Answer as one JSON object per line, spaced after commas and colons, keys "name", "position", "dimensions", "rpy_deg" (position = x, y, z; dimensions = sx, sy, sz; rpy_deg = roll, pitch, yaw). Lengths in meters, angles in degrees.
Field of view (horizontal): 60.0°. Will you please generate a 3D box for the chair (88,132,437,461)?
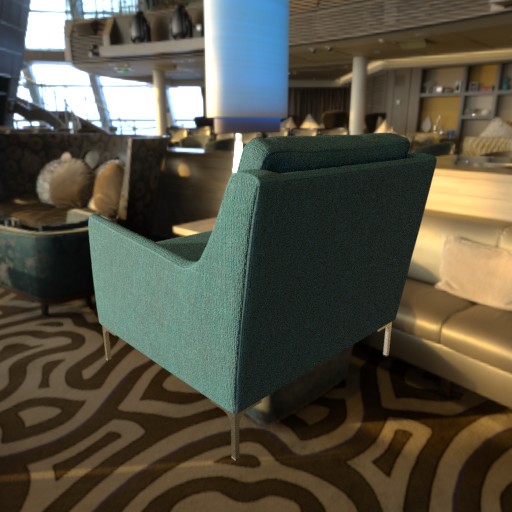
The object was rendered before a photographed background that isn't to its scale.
{"name": "chair", "position": [0.000, 0.000, 1.541], "dimensions": [0.847, 0.828, 0.849], "rpy_deg": [-16, 23, -42]}
